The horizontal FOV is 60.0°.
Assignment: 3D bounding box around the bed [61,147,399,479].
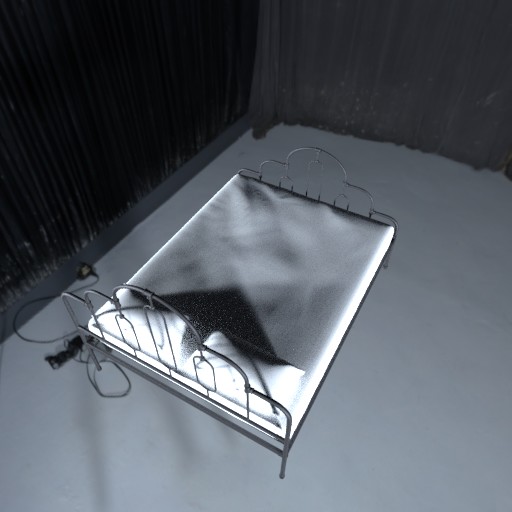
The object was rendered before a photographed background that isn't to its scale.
[{"bbox_3d":[0.000,0.000,3.304,1.640,1.429,2.163,22,50,20],"label":"bed"}]
